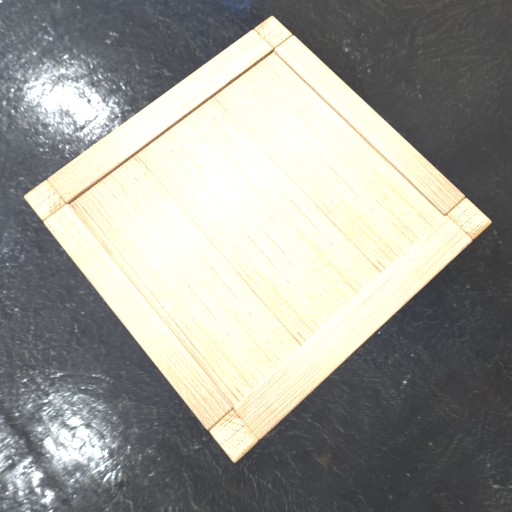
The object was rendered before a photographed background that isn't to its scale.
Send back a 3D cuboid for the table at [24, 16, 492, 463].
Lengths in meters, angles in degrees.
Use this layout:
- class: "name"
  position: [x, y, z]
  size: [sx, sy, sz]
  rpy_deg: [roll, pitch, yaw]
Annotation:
- class: "table"
  position: [0.000, 0.000, 1.027]
  size: [0.559, 0.610, 0.558]
  rpy_deg: [-40, 79, -10]
